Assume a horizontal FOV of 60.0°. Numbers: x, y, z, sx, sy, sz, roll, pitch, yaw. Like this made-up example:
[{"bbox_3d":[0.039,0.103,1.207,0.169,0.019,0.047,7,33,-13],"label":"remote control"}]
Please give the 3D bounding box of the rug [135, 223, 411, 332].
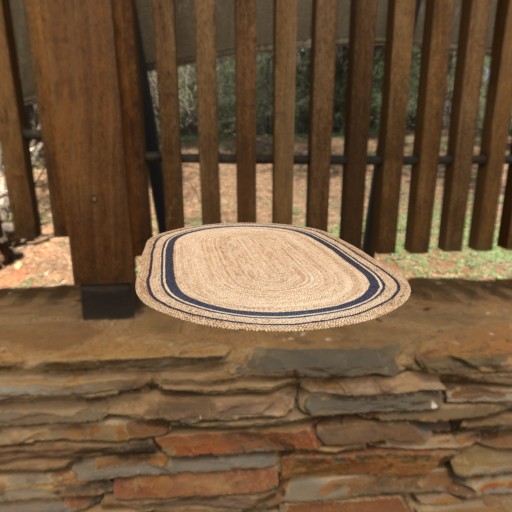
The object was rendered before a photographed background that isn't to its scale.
[{"bbox_3d":[0.000,0.000,2.998,1.520,0.006,2.432,-3,15,-10],"label":"rug"}]
